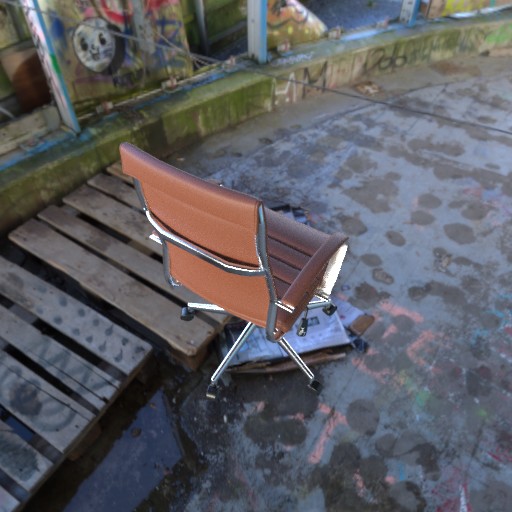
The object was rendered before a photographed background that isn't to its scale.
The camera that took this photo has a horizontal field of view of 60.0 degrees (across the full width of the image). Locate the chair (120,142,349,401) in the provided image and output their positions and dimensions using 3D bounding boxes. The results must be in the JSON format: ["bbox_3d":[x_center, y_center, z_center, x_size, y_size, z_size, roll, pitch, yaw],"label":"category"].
[{"bbox_3d":[0.000,0.000,1.670,0.766,1.149,0.739,26,52,22],"label":"chair"}]
